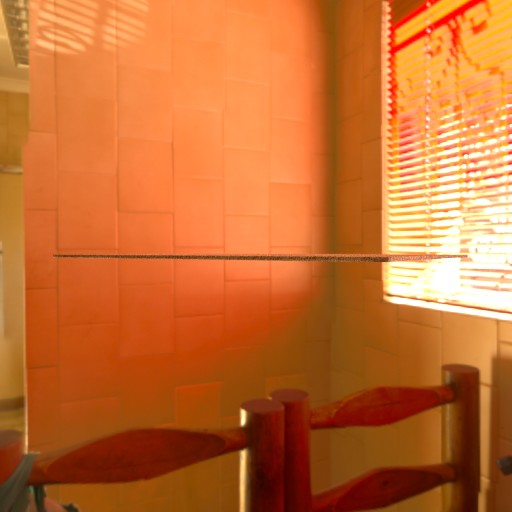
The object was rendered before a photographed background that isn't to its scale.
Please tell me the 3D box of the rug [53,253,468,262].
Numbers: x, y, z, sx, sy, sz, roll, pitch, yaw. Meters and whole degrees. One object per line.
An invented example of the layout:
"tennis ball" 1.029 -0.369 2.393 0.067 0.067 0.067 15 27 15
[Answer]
"rug" 0.000 0.000 3.426 2.700 0.024 1.801 0 1 36
